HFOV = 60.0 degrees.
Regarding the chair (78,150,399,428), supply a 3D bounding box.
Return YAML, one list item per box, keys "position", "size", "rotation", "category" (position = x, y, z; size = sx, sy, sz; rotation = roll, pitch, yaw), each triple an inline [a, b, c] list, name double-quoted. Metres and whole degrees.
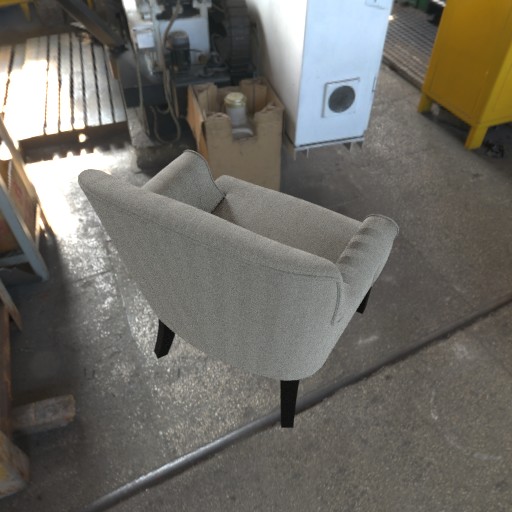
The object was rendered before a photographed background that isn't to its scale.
- position: [0.000, 0.000, 1.435]
  size: [0.772, 0.880, 0.755]
  rotation: [23, 50, 20]
  category: "chair"
